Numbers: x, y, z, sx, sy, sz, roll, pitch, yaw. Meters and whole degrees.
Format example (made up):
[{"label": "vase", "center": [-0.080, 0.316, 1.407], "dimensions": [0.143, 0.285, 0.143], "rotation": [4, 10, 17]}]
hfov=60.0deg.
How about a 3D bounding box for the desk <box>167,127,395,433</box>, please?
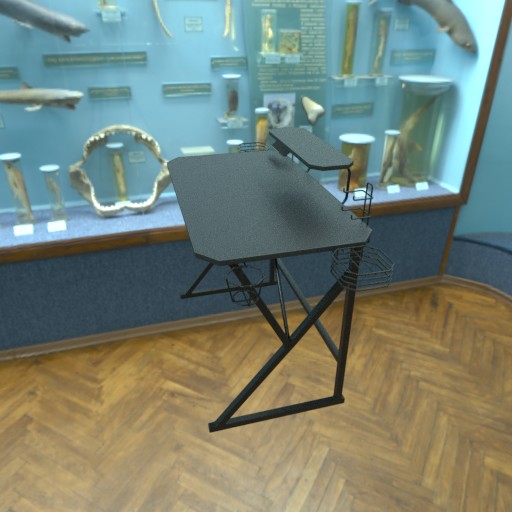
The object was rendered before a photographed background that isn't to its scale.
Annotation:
[{"label": "desk", "center": [0.000, 0.000, 1.790], "dimensions": [0.580, 0.880, 1.290], "rotation": [-8, 30, -13]}]
